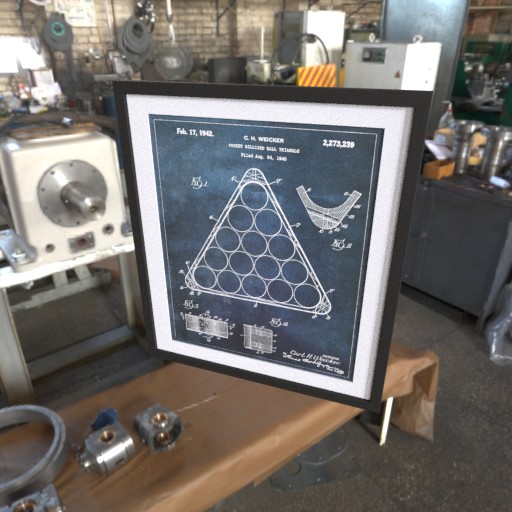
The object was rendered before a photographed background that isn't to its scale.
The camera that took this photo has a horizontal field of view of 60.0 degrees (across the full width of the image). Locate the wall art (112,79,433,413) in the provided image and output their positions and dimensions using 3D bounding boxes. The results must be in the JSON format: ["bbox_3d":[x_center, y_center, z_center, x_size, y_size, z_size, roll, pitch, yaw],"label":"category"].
[{"bbox_3d":[0.000,0.000,1.195,0.755,0.863,0.028,9,28,18],"label":"wall art"}]
